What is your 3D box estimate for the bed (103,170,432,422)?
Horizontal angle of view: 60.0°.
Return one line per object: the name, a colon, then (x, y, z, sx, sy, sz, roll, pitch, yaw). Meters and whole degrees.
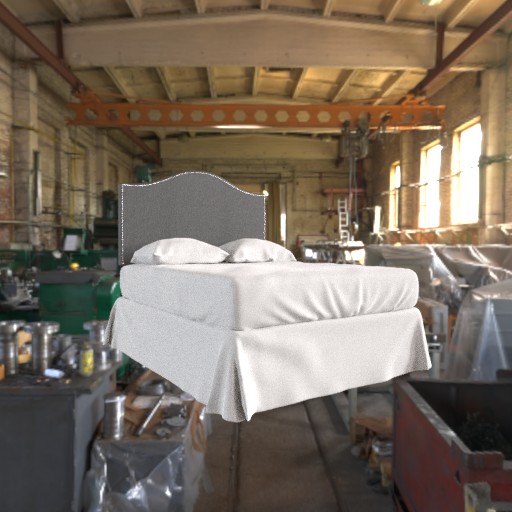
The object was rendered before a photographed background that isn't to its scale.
bed: (0.000, 0.000, 3.598, 1.876, 1.645, 2.221, -1, 2, -35)
